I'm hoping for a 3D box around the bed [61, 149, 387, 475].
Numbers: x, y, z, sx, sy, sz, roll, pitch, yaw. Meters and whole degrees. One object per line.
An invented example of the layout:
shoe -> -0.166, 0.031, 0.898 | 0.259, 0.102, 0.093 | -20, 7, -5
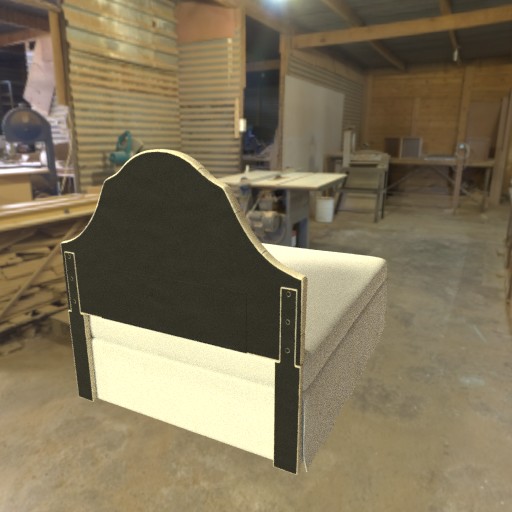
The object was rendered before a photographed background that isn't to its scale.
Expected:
bed -> 0.000, 0.000, 3.234 | 1.627, 1.575, 2.092 | 8, 17, 26
